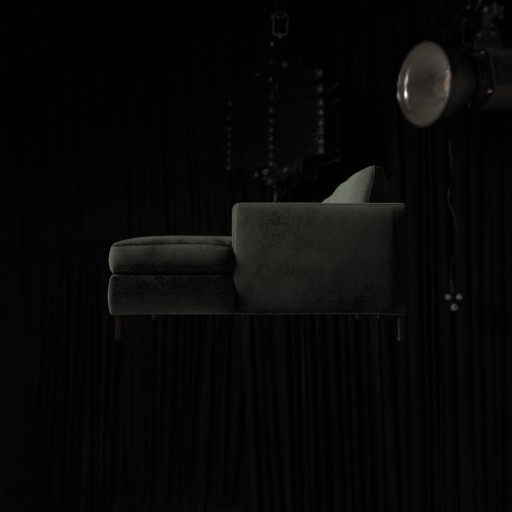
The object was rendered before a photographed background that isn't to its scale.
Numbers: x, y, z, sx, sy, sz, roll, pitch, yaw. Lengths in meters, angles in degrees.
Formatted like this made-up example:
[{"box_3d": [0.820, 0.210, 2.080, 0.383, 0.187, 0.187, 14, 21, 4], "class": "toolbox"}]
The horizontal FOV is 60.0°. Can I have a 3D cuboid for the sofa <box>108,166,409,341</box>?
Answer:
[{"box_3d": [0.000, 0.000, 3.166, 1.255, 0.756, 2.725, 0, -1, 0], "class": "sofa"}]
